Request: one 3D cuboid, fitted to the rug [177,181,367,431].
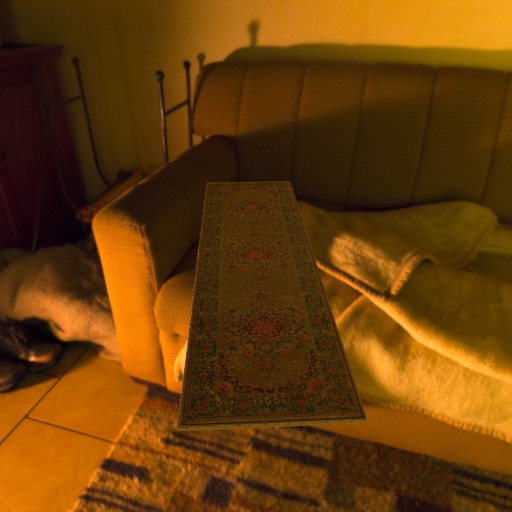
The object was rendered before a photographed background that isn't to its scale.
[{"bbox_3d":[0.000,0.000,2.507,0.659,0.019,2.297,-2,30,-3],"label":"rug"}]
